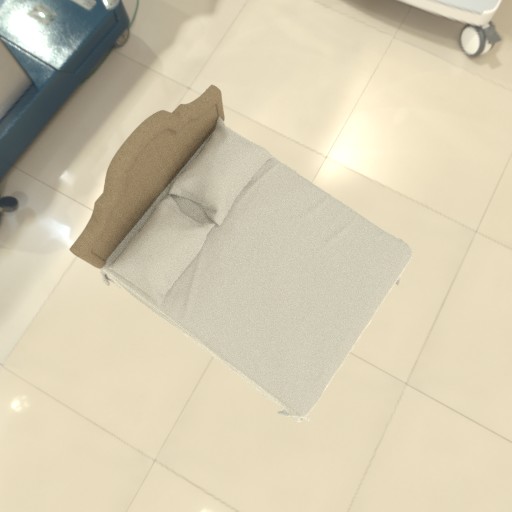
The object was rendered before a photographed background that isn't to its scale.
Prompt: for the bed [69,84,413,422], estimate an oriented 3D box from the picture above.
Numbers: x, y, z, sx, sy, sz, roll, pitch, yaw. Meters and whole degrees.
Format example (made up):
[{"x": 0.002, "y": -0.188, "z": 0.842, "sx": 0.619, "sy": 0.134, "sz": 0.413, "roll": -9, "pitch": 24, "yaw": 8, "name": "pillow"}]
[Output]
[{"x": 0.000, "y": 0.000, "z": 3.406, "sx": 2.222, "sy": 1.634, "sz": 1.780, "roll": 35, "pitch": 79, "yaw": 8, "name": "bed"}]
